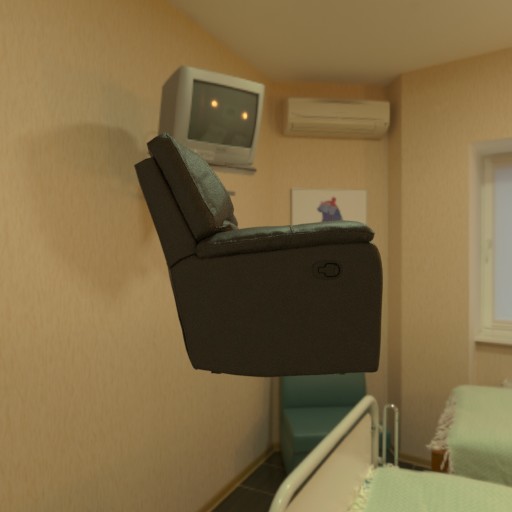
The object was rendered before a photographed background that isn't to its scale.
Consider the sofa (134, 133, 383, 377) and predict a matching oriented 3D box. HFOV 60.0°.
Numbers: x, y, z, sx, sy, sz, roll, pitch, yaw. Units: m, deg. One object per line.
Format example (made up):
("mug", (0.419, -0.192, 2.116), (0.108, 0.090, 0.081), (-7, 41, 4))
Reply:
("sofa", (0.000, 0.000, 3.114), (1.104, 1.134, 2.627), (0, 0, -1))
